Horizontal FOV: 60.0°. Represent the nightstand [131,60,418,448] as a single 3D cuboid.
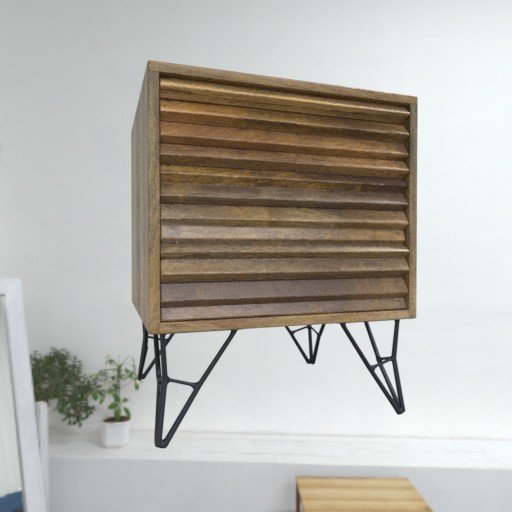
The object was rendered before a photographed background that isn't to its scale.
[{"bbox_3d":[0.000,0.000,0.887,0.457,0.559,0.406,0,1,-19],"label":"nightstand"}]
